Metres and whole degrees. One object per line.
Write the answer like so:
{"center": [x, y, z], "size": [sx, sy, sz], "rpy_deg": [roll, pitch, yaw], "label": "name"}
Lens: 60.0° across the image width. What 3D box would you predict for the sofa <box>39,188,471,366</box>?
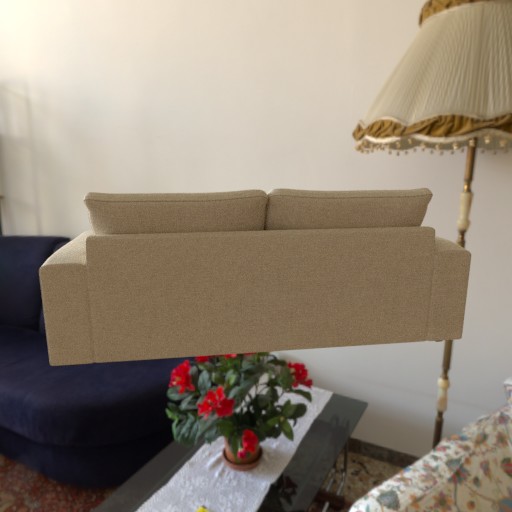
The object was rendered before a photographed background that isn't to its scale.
{"center": [0.000, 0.000, 2.842], "size": [2.299, 0.922, 1.040], "rpy_deg": [-2, 14, -8], "label": "sofa"}
